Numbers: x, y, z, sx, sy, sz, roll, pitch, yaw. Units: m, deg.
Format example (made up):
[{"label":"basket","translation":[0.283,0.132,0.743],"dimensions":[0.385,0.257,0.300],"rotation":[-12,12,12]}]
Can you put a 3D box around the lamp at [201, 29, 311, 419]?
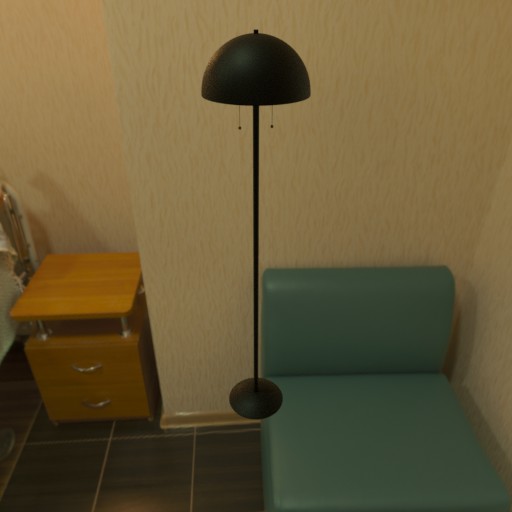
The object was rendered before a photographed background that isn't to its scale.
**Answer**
[{"label":"lamp","translation":[0.000,0.000,1.624],"dimensions":[0.328,1.480,0.328],"rotation":[-18,35,-28]}]
